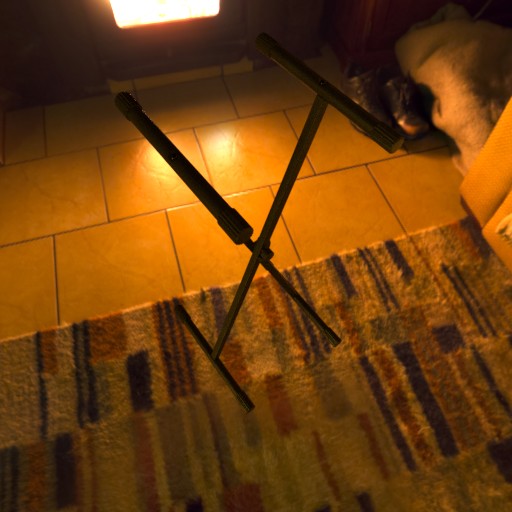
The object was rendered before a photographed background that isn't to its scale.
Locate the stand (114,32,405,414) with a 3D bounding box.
[{"bbox_3d":[0.000,0.000,1.187,0.409,0.940,0.449,-32,63,-19],"label":"stand"}]
